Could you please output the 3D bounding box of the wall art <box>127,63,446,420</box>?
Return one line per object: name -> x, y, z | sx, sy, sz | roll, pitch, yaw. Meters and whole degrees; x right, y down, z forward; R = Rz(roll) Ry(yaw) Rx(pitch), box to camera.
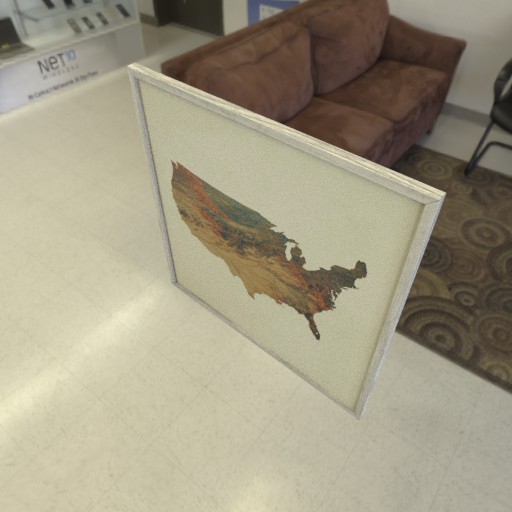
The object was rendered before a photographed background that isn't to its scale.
wall art -> 0.000, 0.000, 0.749 | 0.508, 0.507, 0.016 | 31, 53, 27
